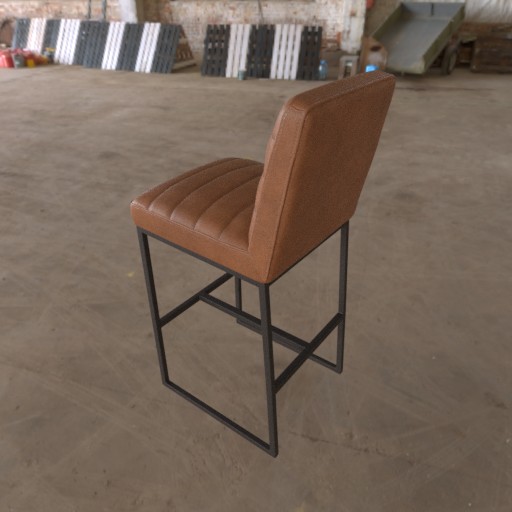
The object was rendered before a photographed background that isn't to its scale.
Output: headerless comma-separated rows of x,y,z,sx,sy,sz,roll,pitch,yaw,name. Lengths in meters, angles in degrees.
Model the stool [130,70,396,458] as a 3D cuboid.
0.000,0.000,1.327,0.556,1.040,0.458,21,37,31,stool
